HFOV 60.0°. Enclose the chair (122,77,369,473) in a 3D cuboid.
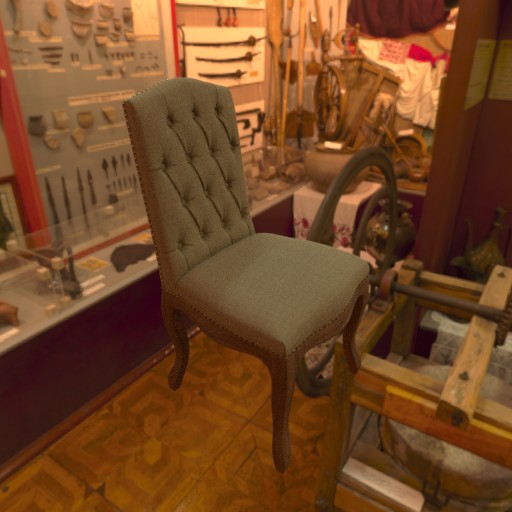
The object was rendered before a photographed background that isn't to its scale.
[{"bbox_3d":[0.000,0.000,1.624,0.731,1.191,0.637,17,31,31],"label":"chair"}]
